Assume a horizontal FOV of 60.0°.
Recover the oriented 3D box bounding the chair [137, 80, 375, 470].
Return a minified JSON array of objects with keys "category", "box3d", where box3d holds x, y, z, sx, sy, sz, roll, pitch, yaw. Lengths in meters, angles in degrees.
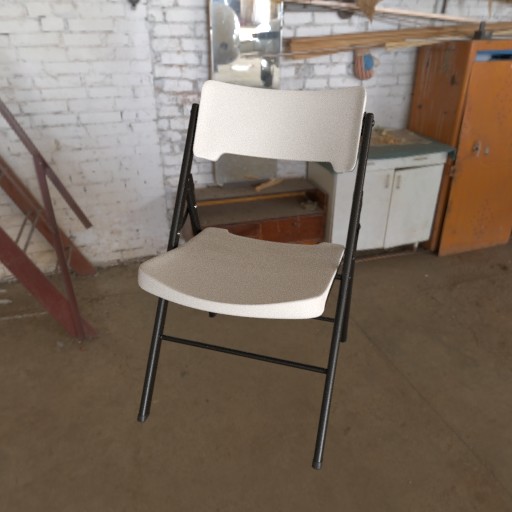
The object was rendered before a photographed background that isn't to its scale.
[{"category":"chair","box3d":[0.000,0.000,1.115,0.482,0.765,0.577,8,29,15]}]
